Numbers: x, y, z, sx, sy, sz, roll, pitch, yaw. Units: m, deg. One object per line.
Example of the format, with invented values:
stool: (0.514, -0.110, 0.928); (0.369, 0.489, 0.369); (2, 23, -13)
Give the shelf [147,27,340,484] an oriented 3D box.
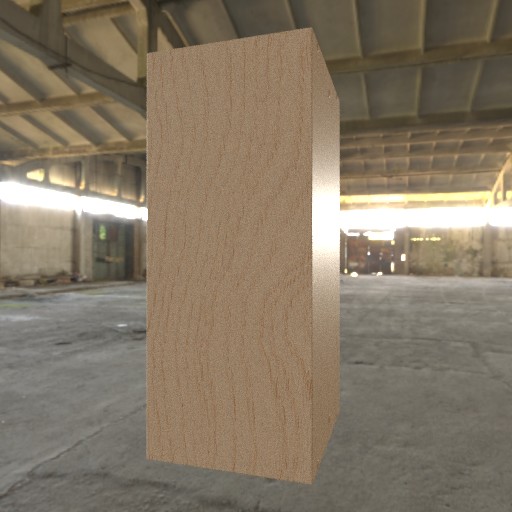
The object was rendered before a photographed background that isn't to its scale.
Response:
shelf: (0.000, 0.000, 0.756); (0.250, 0.600, 0.290); (0, 0, 18)
